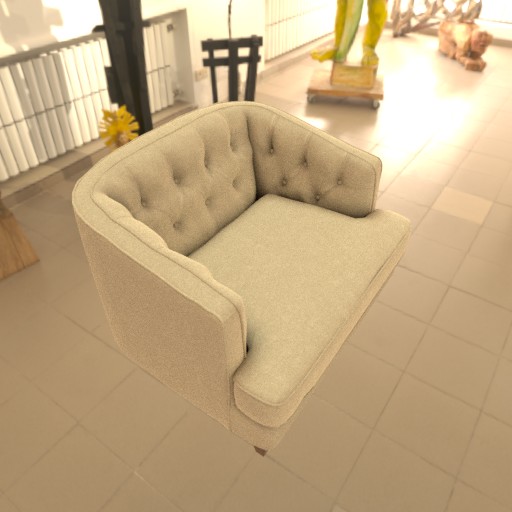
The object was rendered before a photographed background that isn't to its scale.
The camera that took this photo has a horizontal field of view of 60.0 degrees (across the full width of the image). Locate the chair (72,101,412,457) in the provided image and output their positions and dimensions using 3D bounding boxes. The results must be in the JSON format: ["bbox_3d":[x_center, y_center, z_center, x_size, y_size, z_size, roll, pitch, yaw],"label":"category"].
[{"bbox_3d":[0.000,0.000,1.772,0.941,0.852,1.104,24,46,26],"label":"chair"}]
